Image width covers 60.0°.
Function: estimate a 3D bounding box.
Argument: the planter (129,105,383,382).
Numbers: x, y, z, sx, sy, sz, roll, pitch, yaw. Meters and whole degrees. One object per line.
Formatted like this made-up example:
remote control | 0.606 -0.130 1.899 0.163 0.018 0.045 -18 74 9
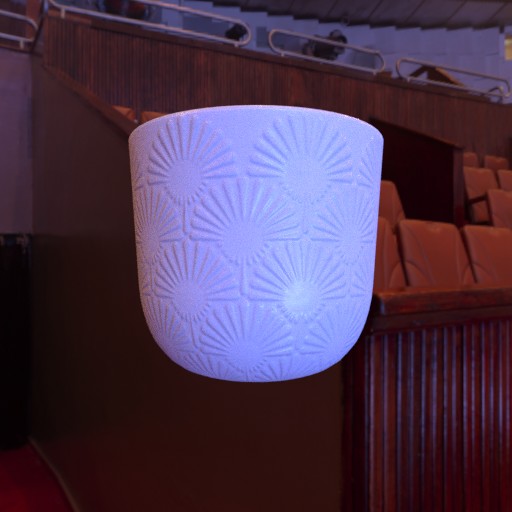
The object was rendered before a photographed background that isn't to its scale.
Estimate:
planter | 0.000 0.000 0.306 0.170 0.152 0.170 0 0 0
